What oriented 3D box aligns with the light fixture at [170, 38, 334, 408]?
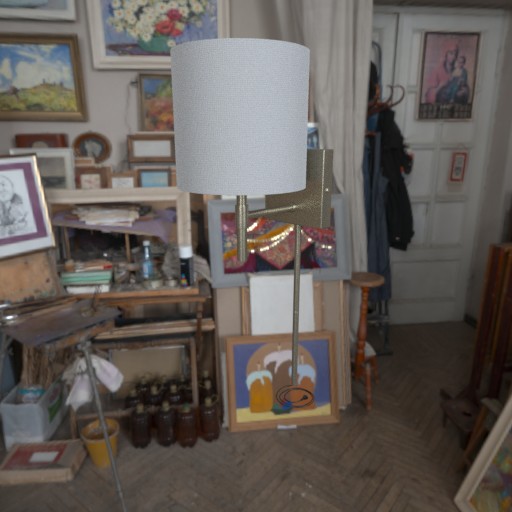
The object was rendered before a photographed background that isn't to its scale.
[{"bbox_3d":[0.000,0.000,0.704,0.188,0.589,0.248,15,22,43],"label":"light fixture"}]
